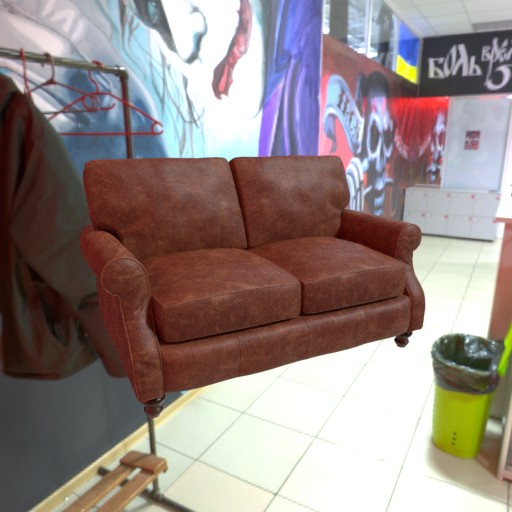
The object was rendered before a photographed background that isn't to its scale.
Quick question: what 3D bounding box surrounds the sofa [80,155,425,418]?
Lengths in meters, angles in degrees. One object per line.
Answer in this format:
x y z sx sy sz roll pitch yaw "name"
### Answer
0.000 0.000 2.253 1.616 0.967 0.990 -7 16 -26 "sofa"
